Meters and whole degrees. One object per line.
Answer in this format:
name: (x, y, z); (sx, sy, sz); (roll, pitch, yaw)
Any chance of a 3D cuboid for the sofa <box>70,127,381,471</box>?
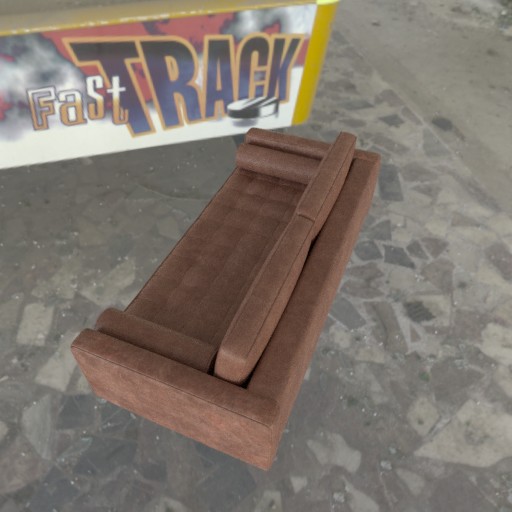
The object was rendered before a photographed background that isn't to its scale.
sofa: (0.000, 0.000, 2.381); (0.910, 0.760, 1.870); (17, 48, 16)
